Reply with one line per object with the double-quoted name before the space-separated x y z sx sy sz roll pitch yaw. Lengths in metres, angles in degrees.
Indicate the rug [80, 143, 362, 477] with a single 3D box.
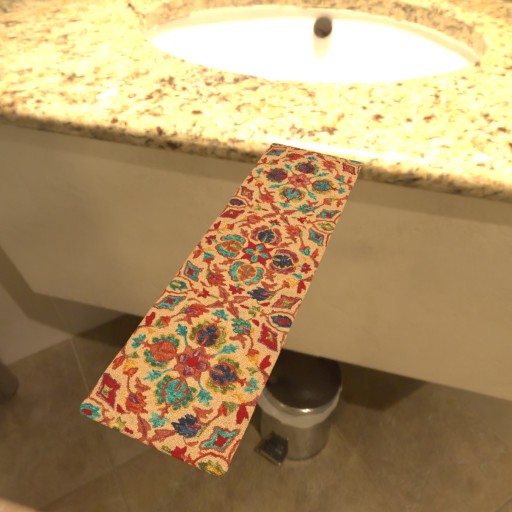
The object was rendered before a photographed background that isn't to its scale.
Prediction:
"rug" 0.000 0.000 2.506 0.693 0.016 2.273 17 49 16
